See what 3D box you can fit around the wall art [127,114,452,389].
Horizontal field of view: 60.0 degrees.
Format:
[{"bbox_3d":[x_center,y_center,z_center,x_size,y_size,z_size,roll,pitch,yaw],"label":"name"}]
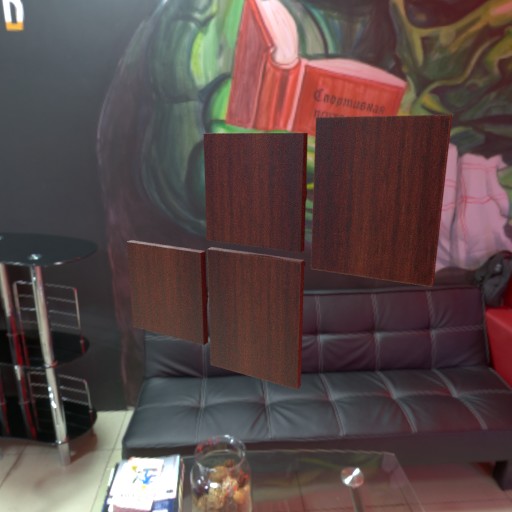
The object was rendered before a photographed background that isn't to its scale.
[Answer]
[{"bbox_3d":[0.000,0.000,0.841,0.635,0.497,0.030,8,17,28],"label":"wall art"}]
